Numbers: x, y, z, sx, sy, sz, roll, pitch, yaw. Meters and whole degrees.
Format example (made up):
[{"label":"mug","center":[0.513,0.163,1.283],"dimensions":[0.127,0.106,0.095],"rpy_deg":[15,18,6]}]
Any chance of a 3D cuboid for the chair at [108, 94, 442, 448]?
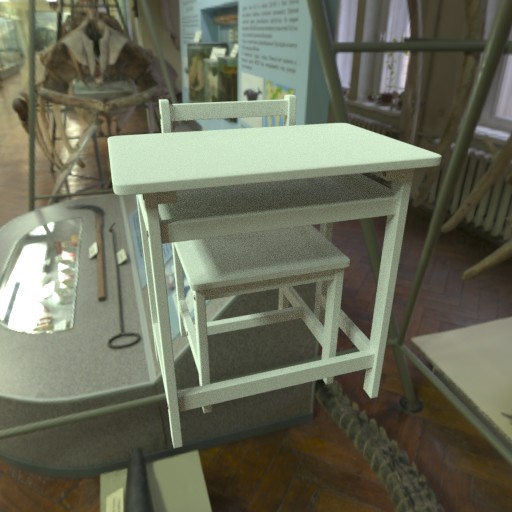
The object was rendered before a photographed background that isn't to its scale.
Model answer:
[{"label":"chair","center":[0.000,0.000,1.061],"dimensions":[0.599,0.673,0.461],"rpy_deg":[-8,27,-16]}]
